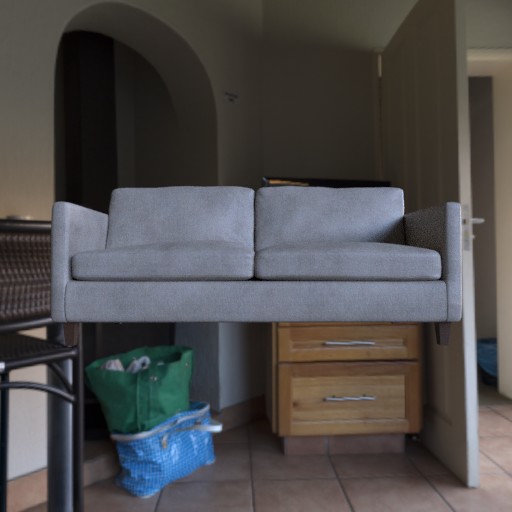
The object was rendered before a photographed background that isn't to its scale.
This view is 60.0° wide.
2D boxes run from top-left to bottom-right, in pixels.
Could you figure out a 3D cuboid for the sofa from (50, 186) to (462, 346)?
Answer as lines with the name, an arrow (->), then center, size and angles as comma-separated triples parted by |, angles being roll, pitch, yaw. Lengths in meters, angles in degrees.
sofa -> 0.000, 0.000, 2.792 | 2.208, 0.965, 0.951 | 0, -1, 0
